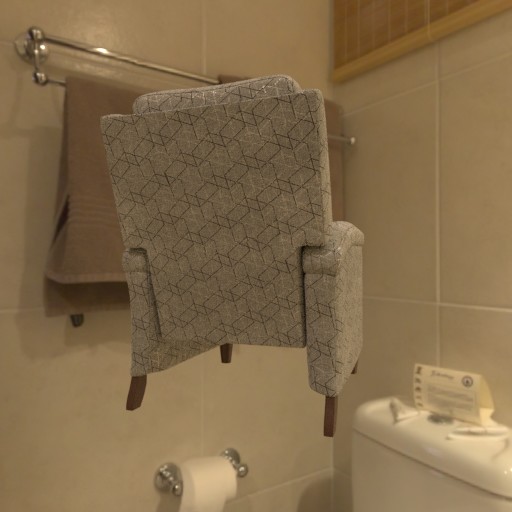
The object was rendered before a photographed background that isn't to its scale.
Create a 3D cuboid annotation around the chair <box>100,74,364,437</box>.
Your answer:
[{"bbox_3d":[0.000,0.000,1.701,0.753,1.048,0.987,0,-1,19],"label":"chair"}]
